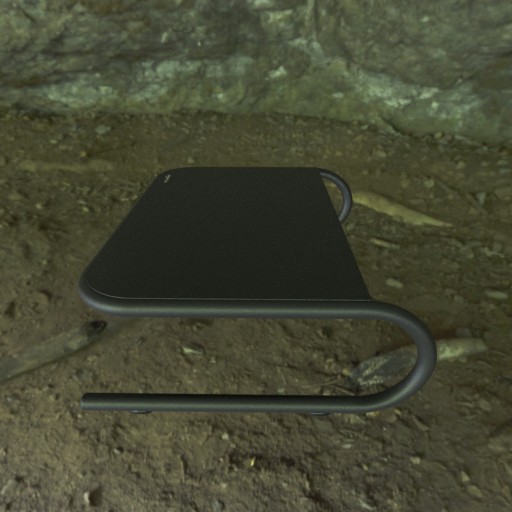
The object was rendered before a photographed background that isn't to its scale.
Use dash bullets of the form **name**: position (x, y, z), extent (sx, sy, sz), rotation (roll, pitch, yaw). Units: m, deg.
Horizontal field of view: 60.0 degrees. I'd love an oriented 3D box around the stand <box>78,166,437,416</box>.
- **stand**: position (0.000, 0.000, 0.499), extent (0.280, 0.108, 0.370), rotation (0, 26, 1)
